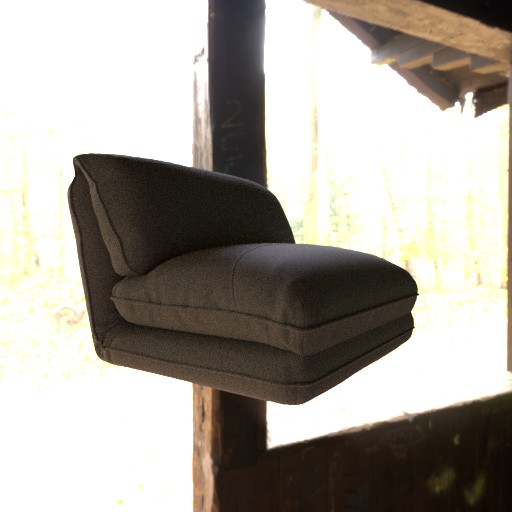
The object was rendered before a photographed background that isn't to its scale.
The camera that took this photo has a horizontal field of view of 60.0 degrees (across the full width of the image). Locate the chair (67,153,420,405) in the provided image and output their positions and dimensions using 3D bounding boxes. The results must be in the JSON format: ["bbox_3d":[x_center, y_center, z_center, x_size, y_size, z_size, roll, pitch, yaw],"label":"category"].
[{"bbox_3d":[0.000,0.000,1.337,0.780,0.580,0.820,1,1,34],"label":"chair"}]
